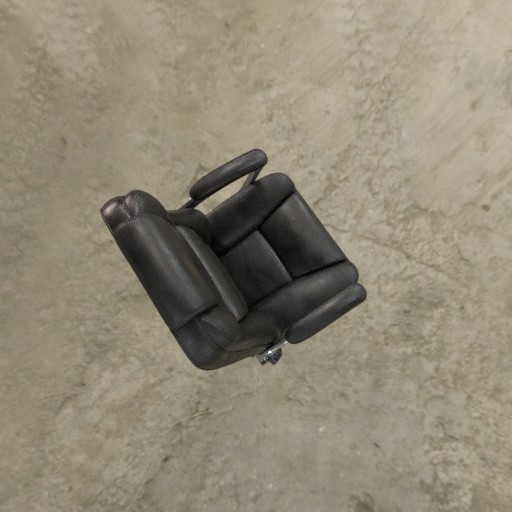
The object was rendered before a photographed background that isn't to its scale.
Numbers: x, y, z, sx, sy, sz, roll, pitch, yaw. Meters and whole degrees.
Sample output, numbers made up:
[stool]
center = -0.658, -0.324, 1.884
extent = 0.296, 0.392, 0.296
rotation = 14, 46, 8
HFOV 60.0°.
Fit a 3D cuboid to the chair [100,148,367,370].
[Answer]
[chair]
center = 0.000, 0.000, 1.547
extent = 0.689, 1.075, 0.697
rotation = -33, 78, -8
